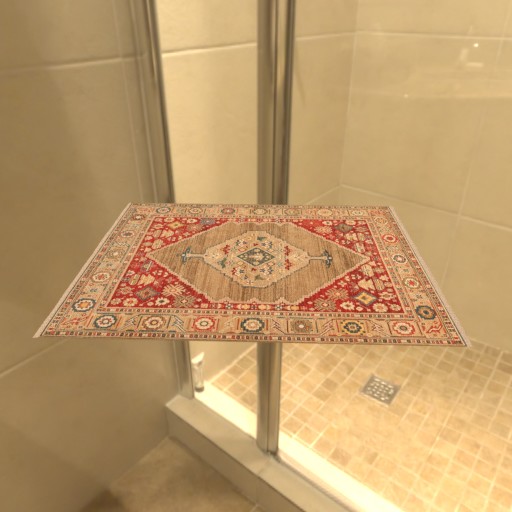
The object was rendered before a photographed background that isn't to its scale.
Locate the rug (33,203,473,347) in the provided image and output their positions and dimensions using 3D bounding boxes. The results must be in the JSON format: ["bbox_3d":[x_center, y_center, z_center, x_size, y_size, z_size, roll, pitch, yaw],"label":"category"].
[{"bbox_3d":[0.000,0.000,4.200,3.143,0.008,2.451,1,30,2],"label":"rug"}]
